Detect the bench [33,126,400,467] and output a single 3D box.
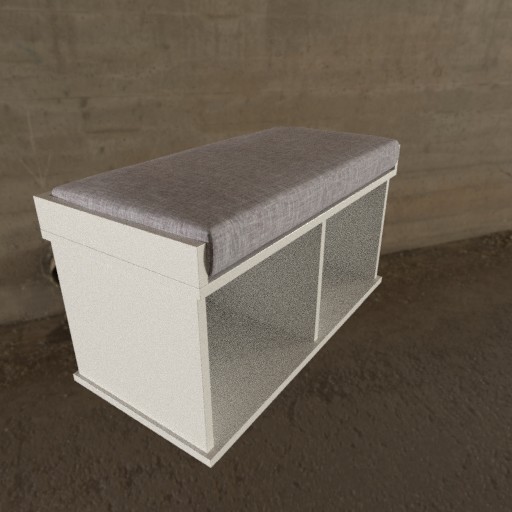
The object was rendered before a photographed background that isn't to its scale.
[{"bbox_3d":[0.000,0.000,0.977,0.362,0.461,0.734,17,30,31],"label":"bench"}]
